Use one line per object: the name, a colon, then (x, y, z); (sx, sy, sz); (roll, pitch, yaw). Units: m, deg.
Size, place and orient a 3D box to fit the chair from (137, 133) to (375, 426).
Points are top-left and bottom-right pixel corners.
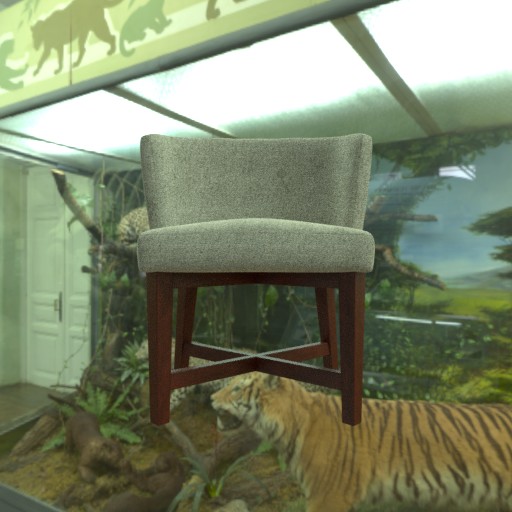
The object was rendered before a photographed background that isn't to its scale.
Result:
chair: (0.000, 0.000, 1.313); (0.728, 0.827, 0.575); (0, 0, 0)
